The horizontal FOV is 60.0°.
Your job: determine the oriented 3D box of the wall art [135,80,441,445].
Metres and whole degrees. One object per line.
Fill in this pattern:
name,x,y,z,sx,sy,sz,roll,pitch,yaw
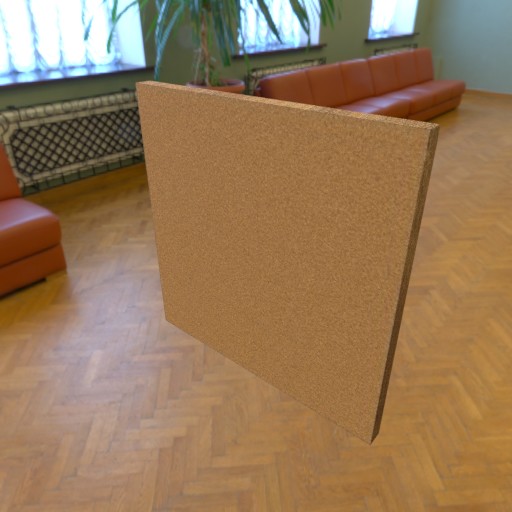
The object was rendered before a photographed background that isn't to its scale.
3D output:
wall art,0.000,0.000,0.890,0.611,0.608,0.042,23,37,34
